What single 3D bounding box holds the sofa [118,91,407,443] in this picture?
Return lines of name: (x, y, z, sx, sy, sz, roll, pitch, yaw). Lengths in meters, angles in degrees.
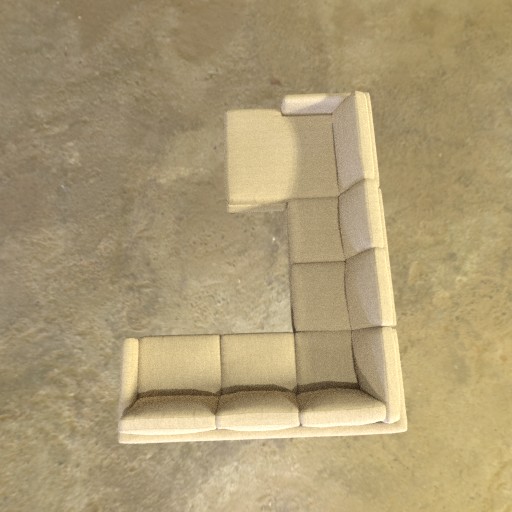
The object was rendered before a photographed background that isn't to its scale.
sofa: (0.000, 0.000, 4.564, 2.594, 0.961, 3.460, -2, 76, -1)
